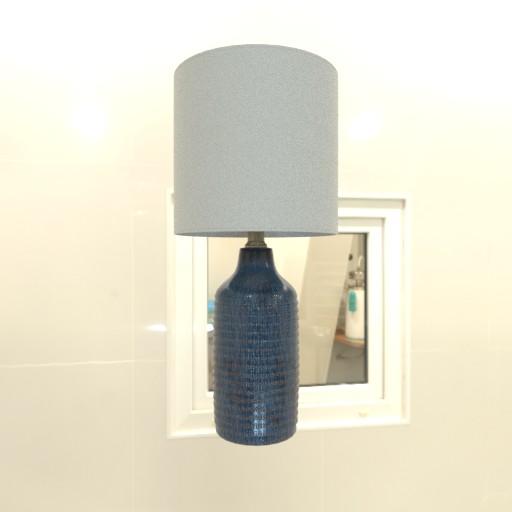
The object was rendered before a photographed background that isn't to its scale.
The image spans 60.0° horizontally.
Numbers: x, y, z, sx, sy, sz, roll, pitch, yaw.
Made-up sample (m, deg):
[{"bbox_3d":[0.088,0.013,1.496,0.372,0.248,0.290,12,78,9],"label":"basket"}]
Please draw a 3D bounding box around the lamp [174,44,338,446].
[{"bbox_3d":[0.000,0.000,0.606,0.220,0.475,0.220,0,0,-17],"label":"lamp"}]
